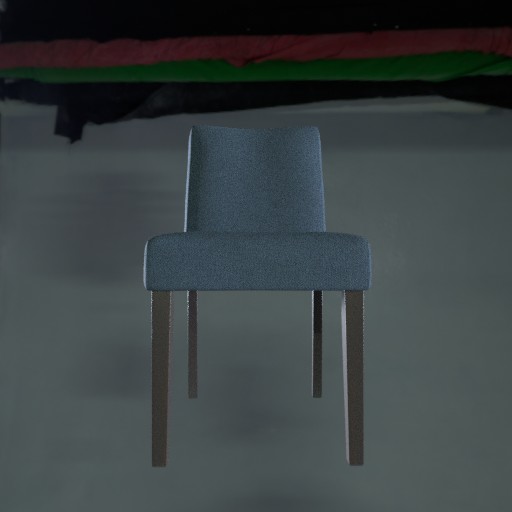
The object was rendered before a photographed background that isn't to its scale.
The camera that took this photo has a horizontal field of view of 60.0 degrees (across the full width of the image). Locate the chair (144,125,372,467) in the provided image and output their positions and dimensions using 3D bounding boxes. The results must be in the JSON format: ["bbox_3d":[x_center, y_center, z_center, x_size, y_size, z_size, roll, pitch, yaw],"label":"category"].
[{"bbox_3d":[0.000,0.000,1.222,0.487,0.882,0.629,0,-1,-1],"label":"chair"}]
